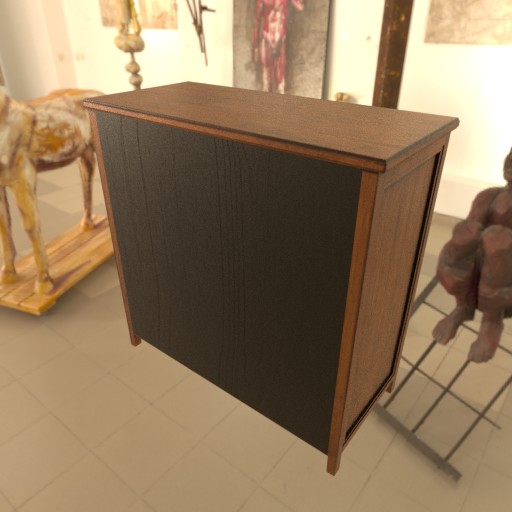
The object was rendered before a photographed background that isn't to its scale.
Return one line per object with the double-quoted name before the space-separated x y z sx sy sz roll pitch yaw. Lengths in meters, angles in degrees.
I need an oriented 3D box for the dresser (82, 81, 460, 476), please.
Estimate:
"dresser" 0.000 0.000 1.883 1.250 1.224 0.591 21 36 32
